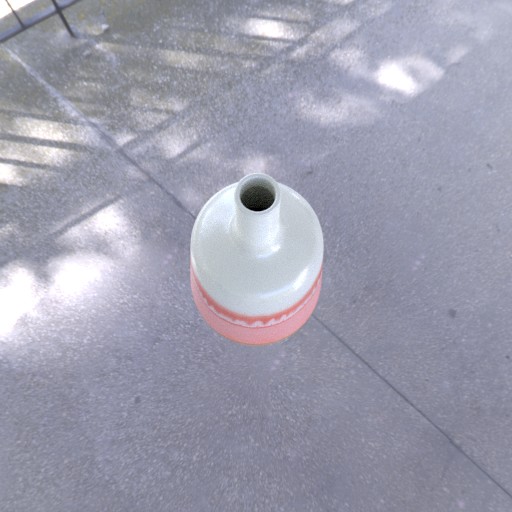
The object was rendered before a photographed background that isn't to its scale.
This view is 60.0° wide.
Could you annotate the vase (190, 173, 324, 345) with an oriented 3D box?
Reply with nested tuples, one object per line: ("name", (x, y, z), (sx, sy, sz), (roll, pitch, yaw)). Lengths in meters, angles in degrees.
("vase", (0.000, 0.000, 0.390), (0.144, 0.296, 0.144), (0, 76, 0))
